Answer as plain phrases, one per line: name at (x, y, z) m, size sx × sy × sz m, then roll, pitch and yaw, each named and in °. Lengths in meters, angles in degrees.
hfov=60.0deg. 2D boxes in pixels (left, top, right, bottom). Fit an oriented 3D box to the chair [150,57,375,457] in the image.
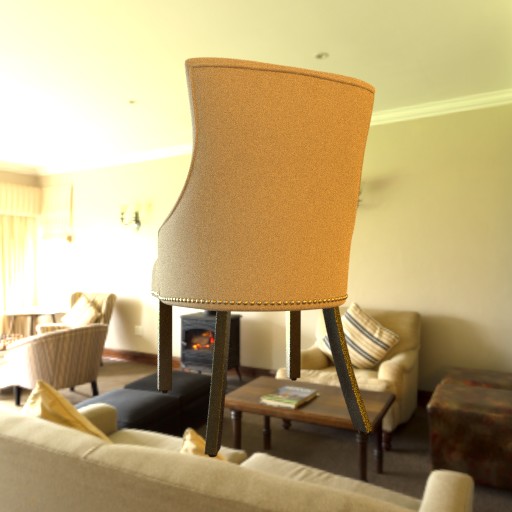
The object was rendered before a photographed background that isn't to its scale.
chair at (0.000, 0.000, 1.318) m, size 0.566 × 0.909 × 0.629 m, roll 0°, pitch -1°, yaw -19°
